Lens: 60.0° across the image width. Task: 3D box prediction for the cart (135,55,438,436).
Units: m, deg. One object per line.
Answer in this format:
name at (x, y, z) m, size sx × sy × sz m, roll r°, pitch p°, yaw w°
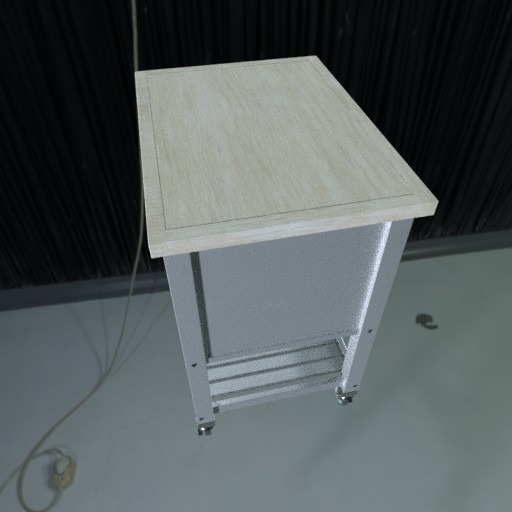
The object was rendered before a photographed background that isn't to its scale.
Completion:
cart at (0.000, 0.000, 1.406) m, size 0.559 × 0.914 × 0.762 m, roll -9°, pitch 45°, yaw -9°
